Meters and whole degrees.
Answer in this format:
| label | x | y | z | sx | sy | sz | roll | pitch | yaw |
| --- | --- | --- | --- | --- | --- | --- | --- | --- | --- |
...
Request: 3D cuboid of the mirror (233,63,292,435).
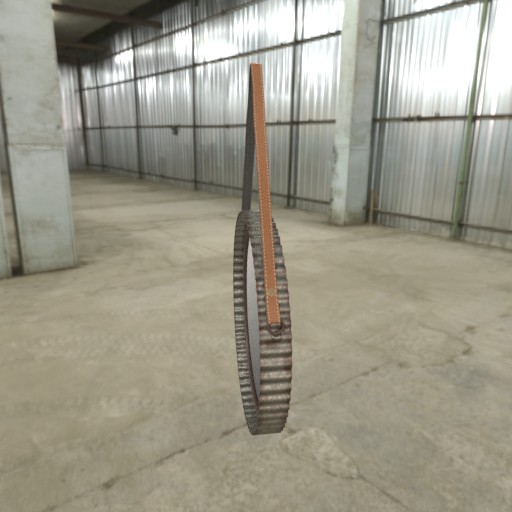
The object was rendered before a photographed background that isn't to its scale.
| label | x | y | z | sx | sy | sz | roll | pitch | yaw |
| --- | --- | --- | --- | --- | --- | --- | --- | --- | --- |
| mirror | 0.000 | 0.000 | 0.703 | 0.042 | 0.568 | 0.355 | -2 | 15 | -8 |
